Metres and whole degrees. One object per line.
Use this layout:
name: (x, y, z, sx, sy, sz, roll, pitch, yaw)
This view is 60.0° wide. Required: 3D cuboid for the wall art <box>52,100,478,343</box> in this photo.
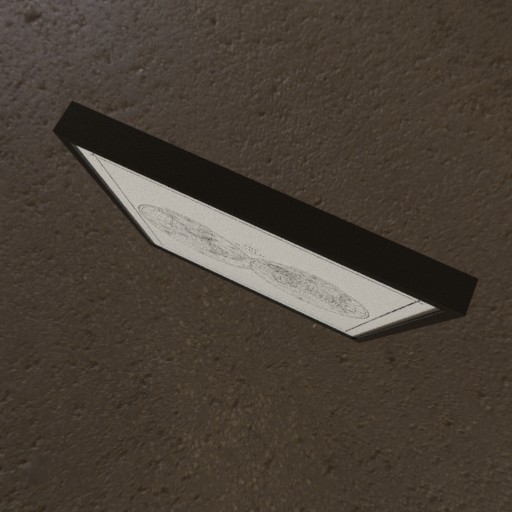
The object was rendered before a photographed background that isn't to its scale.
wall art: (0.000, 0.000, 0.475, 0.327, 0.318, 0.029, 25, 77, 6)
